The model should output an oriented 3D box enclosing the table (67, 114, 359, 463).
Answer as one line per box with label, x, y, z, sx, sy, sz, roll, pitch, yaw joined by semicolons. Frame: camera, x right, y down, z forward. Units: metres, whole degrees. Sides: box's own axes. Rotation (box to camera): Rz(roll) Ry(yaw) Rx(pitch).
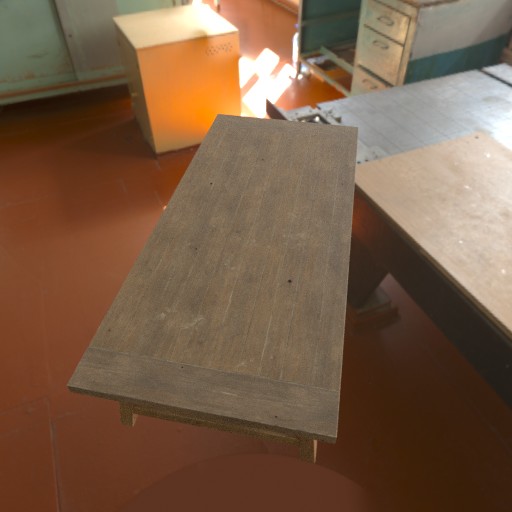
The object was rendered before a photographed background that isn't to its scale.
table;0.000;0.000;2.088;0.820;0.465;1.800;8;45;8
